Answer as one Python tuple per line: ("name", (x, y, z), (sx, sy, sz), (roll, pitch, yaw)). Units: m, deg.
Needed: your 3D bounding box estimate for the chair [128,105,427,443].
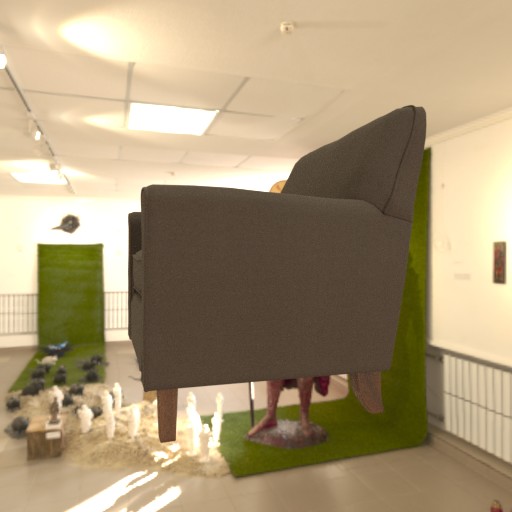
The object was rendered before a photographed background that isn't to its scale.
("chair", (0.000, 0.000, 1.557), (0.831, 0.911, 0.836), (0, 0, -19))
